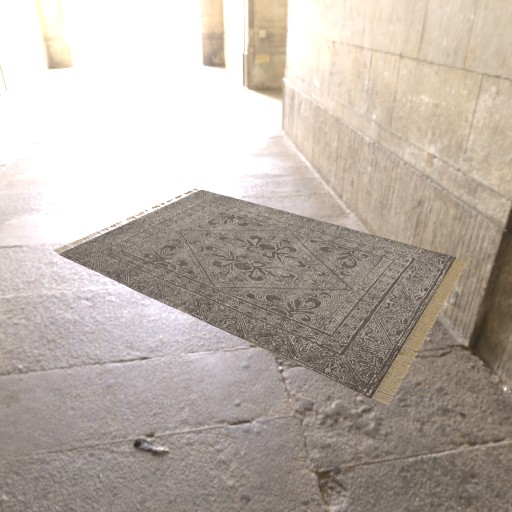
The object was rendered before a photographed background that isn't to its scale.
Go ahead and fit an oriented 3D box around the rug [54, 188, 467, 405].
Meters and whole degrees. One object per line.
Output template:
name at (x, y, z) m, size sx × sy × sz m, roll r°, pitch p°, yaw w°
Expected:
rug at (0.000, 0.000, 3.058) m, size 2.440 × 0.010 × 1.529 m, roll 19°, pitch 34°, yaw 30°
